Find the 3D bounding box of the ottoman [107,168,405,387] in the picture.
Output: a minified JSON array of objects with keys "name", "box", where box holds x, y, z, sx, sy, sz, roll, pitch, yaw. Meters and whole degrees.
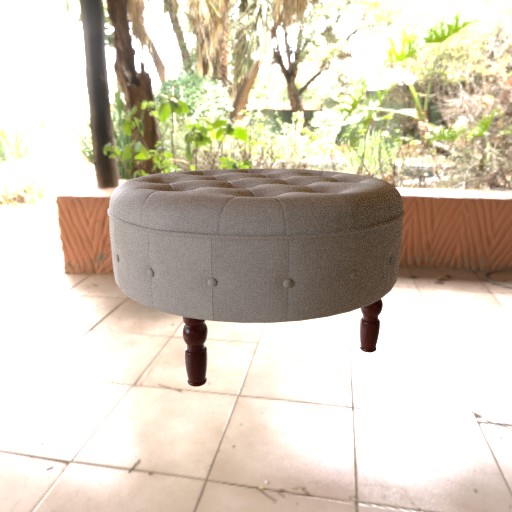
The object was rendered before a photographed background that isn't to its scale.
[{"name":"ottoman","box":[0.000,0.000,1.375,0.849,0.478,0.849,0,16,0]}]
